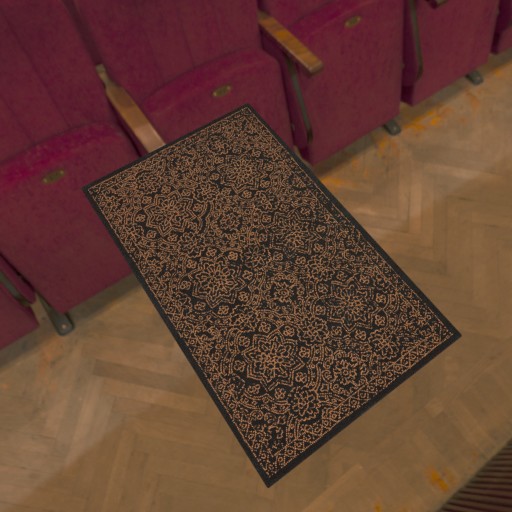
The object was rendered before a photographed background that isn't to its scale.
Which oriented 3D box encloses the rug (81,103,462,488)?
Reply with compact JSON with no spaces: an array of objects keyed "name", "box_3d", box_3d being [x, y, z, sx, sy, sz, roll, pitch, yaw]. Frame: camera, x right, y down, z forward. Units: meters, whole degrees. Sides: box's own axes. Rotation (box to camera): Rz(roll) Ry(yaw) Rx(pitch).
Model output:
[{"name":"rug","box_3d":[0.000,0.000,3.089,1.526,0.015,2.441,-32,68,-15]}]
